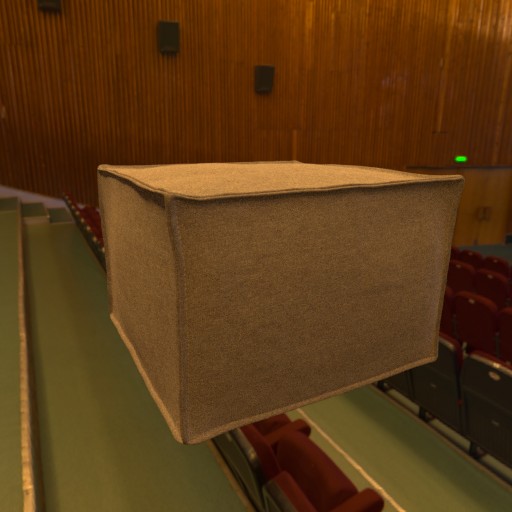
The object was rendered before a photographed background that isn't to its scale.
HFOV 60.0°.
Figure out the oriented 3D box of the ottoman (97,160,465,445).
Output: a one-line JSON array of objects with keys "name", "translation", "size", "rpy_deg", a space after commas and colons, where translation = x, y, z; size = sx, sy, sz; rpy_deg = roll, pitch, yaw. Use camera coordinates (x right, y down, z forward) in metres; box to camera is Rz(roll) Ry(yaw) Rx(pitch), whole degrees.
[{"name": "ottoman", "translation": [0.000, 0.000, 1.151], "size": [0.696, 0.470, 0.707], "rpy_deg": [-8, 18, -27]}]
